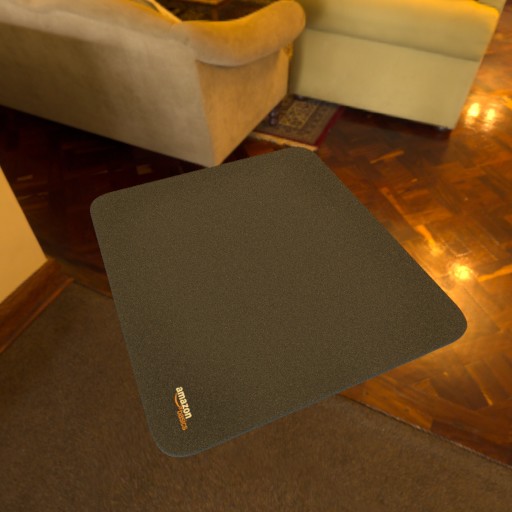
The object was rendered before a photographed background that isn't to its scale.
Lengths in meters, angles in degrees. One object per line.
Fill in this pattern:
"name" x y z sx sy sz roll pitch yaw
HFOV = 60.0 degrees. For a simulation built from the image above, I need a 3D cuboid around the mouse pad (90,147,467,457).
"mouse pad" 0.000 0.000 0.320 0.203 0.003 0.229 -18 49 -16
